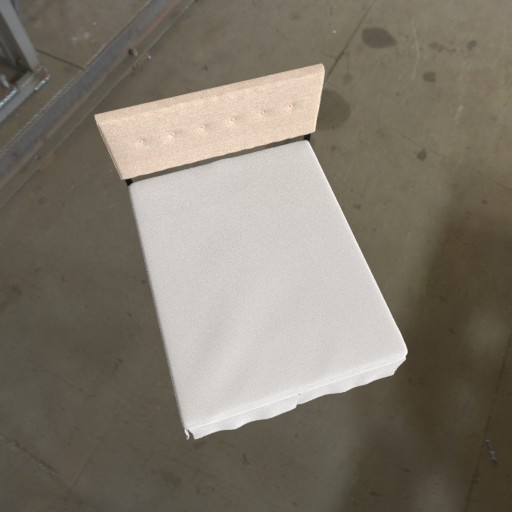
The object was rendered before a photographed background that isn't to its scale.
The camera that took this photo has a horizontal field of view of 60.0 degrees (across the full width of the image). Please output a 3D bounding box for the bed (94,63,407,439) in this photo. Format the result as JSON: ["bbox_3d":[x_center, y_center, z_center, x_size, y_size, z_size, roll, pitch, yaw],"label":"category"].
[{"bbox_3d":[0.000,0.000,3.103,1.643,1.270,1.978,-16,64,-8],"label":"bed"}]
